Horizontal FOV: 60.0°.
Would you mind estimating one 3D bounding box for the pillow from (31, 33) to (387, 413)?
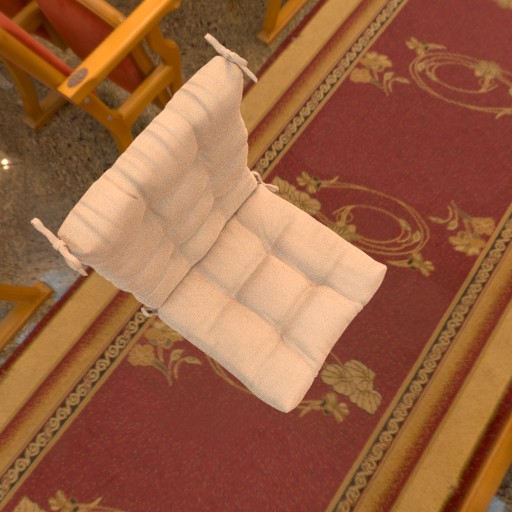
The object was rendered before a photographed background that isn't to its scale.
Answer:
[{"bbox_3d":[0.000,0.000,0.997,0.571,0.605,0.519,36,78,9],"label":"pillow"}]
